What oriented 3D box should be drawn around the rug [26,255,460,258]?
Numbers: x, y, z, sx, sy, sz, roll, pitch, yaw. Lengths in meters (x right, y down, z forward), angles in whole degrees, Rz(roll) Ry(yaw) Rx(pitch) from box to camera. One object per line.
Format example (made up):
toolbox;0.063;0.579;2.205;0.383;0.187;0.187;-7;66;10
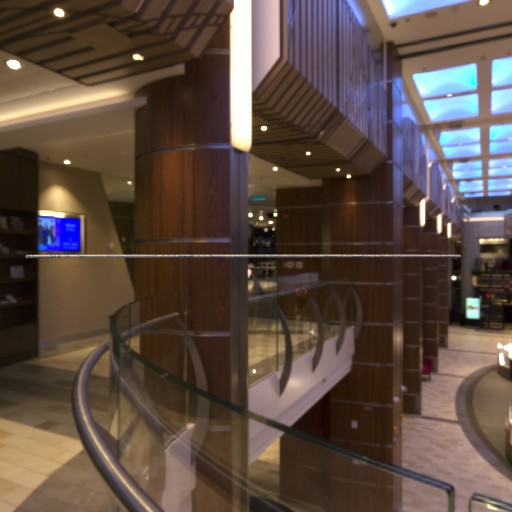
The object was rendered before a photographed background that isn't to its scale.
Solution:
rug;0.000;0.000;2.755;2.452;0.012;0.775;0;0;-19
